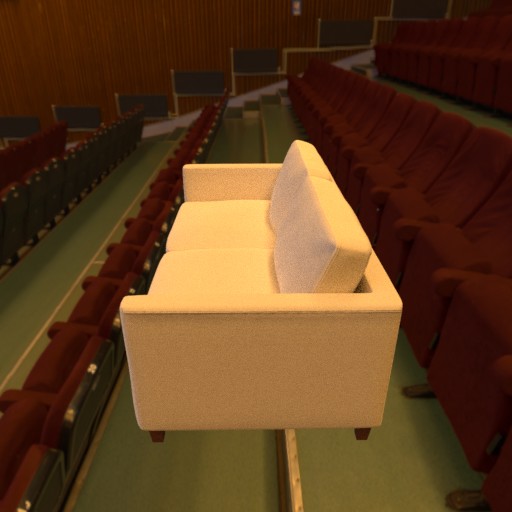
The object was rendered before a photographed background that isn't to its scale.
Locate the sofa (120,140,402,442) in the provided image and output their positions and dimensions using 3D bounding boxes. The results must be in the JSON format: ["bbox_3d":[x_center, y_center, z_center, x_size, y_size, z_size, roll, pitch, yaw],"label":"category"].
[{"bbox_3d":[0.000,0.000,2.284,0.964,0.888,1.702,0,27,-1],"label":"sofa"}]
